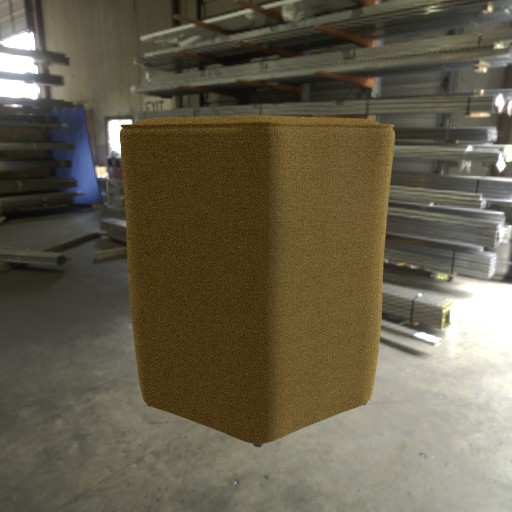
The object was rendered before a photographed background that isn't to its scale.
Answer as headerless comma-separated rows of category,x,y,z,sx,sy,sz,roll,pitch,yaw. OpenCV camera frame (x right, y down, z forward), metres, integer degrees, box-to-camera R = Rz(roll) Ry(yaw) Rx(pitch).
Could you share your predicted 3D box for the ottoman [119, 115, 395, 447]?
ottoman,0.000,0.000,0.859,0.494,0.502,0.443,8,17,28
